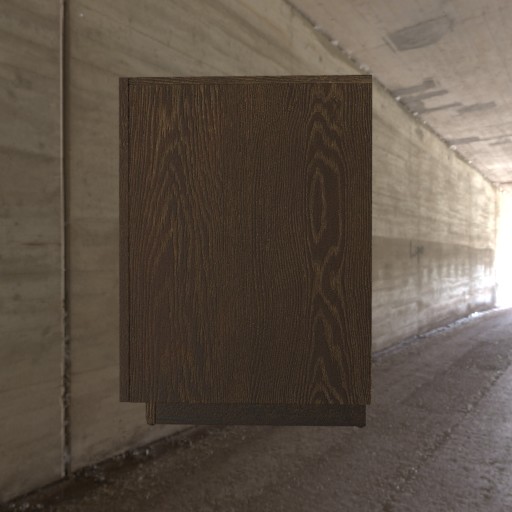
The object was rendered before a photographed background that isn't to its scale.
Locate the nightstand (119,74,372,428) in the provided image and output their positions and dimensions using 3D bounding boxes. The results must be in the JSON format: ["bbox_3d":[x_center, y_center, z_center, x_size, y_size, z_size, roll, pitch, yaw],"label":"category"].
[{"bbox_3d":[0.000,0.000,1.134,0.457,0.612,0.775,0,0,2],"label":"nightstand"}]
